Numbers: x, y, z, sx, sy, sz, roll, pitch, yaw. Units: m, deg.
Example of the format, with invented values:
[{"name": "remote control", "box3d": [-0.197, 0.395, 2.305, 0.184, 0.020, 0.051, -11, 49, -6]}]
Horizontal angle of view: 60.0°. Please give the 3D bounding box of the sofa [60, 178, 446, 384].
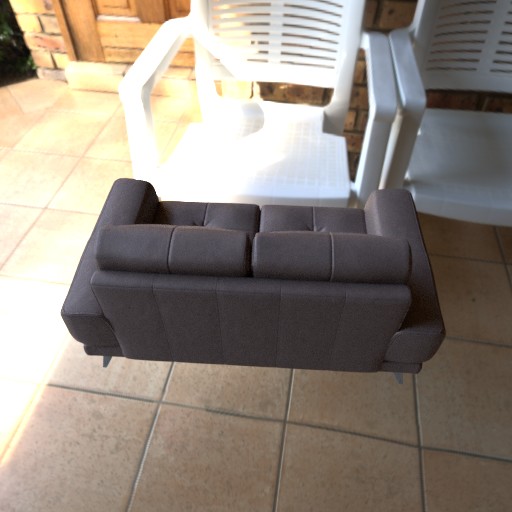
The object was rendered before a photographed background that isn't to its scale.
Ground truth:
[{"name": "sofa", "box3d": [0.000, 0.000, 2.384, 1.806, 0.907, 1.018, 3, 48, 2]}]
